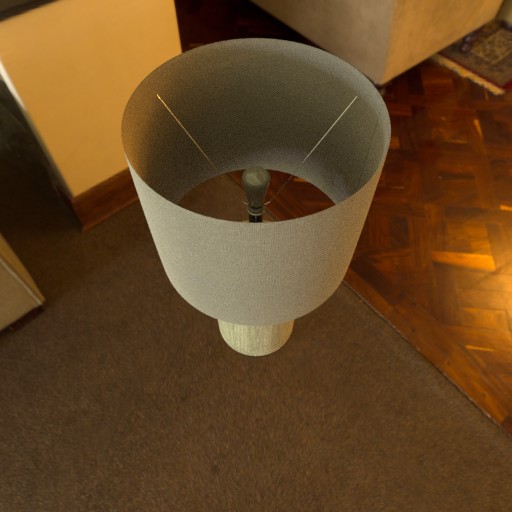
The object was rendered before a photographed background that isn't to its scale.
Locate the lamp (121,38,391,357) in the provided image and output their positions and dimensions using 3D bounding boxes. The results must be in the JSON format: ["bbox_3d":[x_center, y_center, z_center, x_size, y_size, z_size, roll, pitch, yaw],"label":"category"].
[{"bbox_3d":[0.000,0.000,0.563,0.228,0.444,0.228,1,58,0],"label":"lamp"}]
